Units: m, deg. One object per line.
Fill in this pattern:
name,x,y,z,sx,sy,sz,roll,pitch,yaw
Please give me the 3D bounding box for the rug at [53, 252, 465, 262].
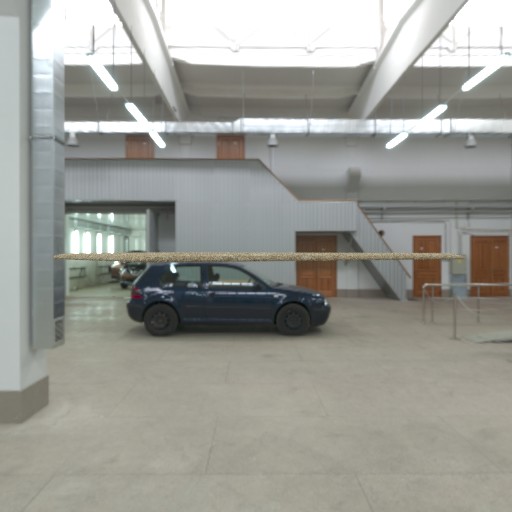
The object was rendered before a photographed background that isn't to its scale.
rug,0.000,0.000,3.820,2.873,0.050,2.242,0,0,-36
